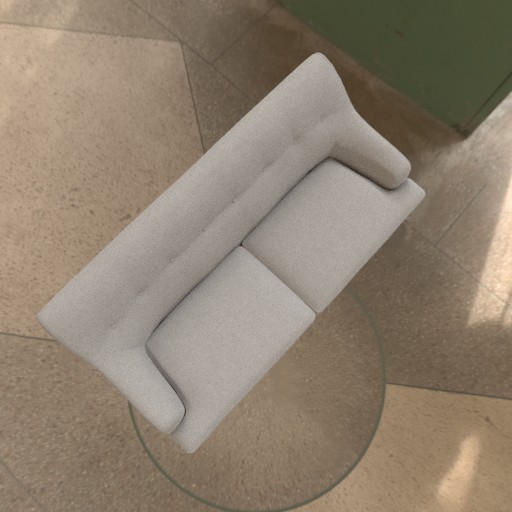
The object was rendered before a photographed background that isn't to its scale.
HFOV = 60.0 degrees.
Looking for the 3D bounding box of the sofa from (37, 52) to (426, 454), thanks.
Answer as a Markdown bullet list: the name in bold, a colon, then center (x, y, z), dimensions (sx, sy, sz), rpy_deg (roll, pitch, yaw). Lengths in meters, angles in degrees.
- **sofa**: center (0.000, 0.000, 2.530), dimensions (0.978, 0.871, 2.057), rpy_deg (42, 79, 10)
